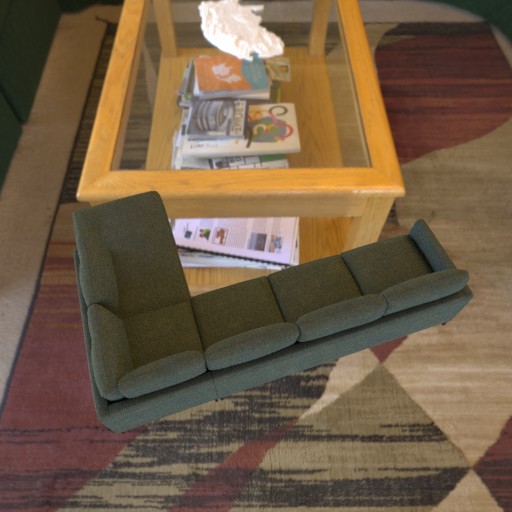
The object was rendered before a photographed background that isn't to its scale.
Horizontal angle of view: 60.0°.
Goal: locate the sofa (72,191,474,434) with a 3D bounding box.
[{"bbox_3d":[0.000,0.000,3.836,2.949,0.815,2.007,-16,60,-10],"label":"sofa"}]
